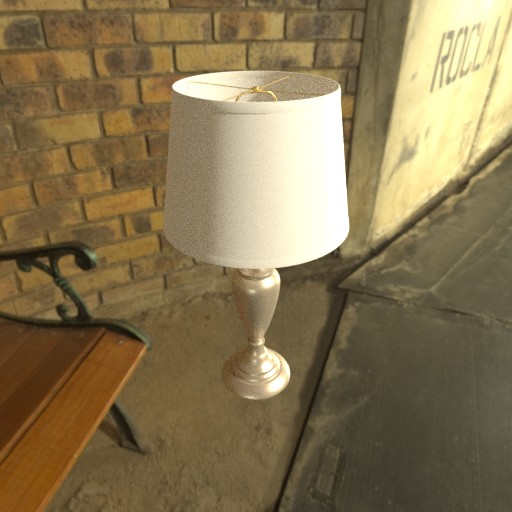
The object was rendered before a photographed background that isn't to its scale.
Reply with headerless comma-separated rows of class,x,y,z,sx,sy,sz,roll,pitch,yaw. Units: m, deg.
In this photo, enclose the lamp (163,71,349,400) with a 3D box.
lamp,0.000,0.000,0.833,0.328,0.612,0.328,0,31,0
